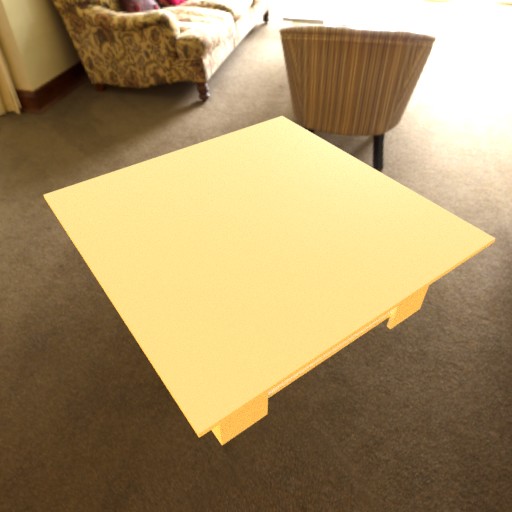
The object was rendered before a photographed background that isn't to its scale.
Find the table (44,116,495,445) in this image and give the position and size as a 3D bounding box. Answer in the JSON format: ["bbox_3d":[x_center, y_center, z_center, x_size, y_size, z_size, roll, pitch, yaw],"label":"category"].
[{"bbox_3d":[0.000,0.000,1.325,0.890,0.305,0.890,-26,49,-26],"label":"table"}]
